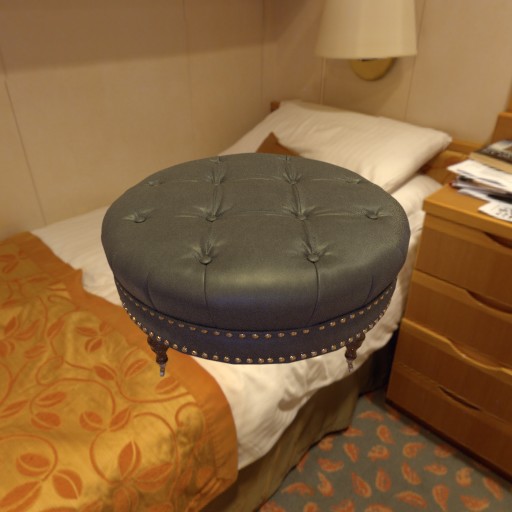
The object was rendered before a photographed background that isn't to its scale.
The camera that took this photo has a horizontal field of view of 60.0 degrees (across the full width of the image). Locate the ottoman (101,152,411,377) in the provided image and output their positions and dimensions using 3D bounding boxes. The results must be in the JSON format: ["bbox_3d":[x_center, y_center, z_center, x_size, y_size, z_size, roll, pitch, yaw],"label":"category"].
[{"bbox_3d":[0.000,0.000,1.389,0.901,0.439,0.901,0,31,0],"label":"ottoman"}]
